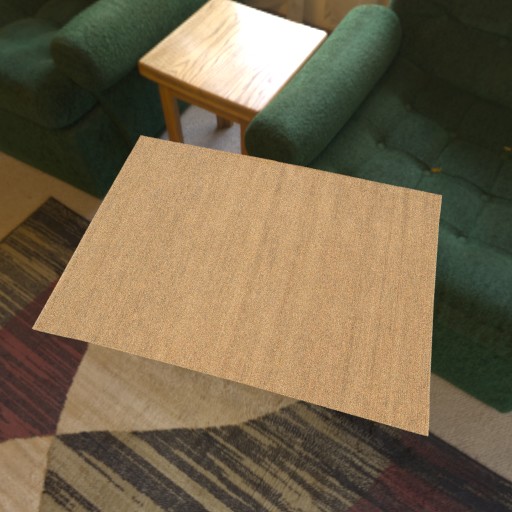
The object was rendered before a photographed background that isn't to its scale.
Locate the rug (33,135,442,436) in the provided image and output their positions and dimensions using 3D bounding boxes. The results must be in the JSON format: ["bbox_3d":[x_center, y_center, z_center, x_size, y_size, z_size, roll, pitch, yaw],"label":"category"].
[{"bbox_3d":[0.000,0.000,2.823,2.264,0.030,1.624,13,60,8],"label":"rug"}]
